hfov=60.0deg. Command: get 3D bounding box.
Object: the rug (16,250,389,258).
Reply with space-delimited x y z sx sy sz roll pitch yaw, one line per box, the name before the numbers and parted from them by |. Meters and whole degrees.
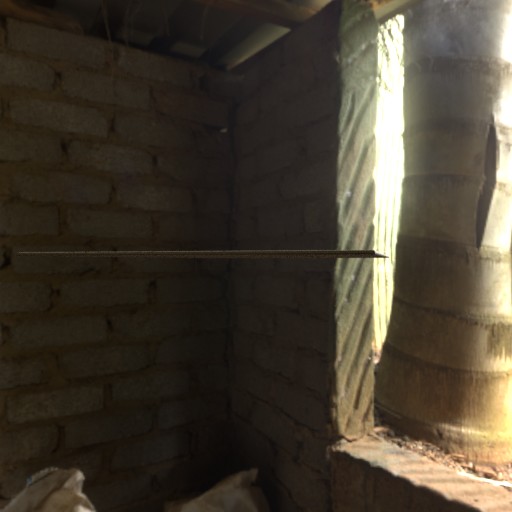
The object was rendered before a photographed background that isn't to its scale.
rug | 0.000 0.000 2.722 1.526 0.015 2.132 0 -1 18
